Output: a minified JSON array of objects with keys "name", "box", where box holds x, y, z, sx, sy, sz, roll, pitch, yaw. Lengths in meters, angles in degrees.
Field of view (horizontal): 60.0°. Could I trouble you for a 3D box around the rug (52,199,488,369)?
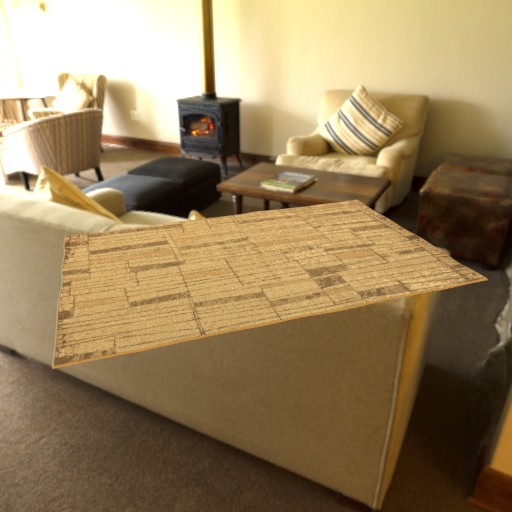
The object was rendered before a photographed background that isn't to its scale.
[{"name":"rug","box":[0.000,0.000,2.962,2.444,0.023,1.531,-9,28,-17]}]
